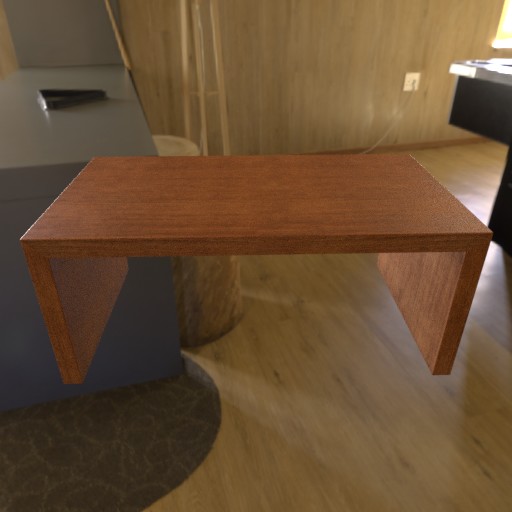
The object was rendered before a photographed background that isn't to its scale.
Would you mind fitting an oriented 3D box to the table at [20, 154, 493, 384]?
[{"bbox_3d":[0.000,0.000,1.276,1.000,0.419,0.549,-1,30,-2],"label":"table"}]
